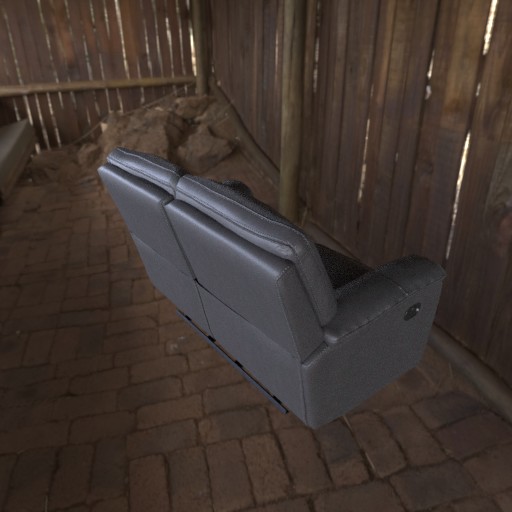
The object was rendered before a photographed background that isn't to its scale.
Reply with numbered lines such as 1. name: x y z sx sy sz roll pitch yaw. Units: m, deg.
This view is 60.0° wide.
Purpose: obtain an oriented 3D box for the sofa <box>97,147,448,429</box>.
1. sofa: 0.000 0.000 2.481 1.104 1.111 1.765 -19 32 -33
